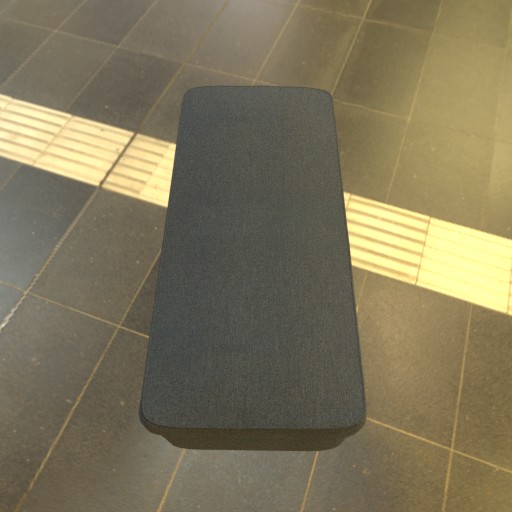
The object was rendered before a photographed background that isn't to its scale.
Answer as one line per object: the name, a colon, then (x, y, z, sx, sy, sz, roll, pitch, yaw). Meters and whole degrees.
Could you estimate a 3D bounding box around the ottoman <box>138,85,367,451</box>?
ottoman: (0.000, 0.000, 1.400, 0.515, 0.460, 1.110, 1, 60, 0)
